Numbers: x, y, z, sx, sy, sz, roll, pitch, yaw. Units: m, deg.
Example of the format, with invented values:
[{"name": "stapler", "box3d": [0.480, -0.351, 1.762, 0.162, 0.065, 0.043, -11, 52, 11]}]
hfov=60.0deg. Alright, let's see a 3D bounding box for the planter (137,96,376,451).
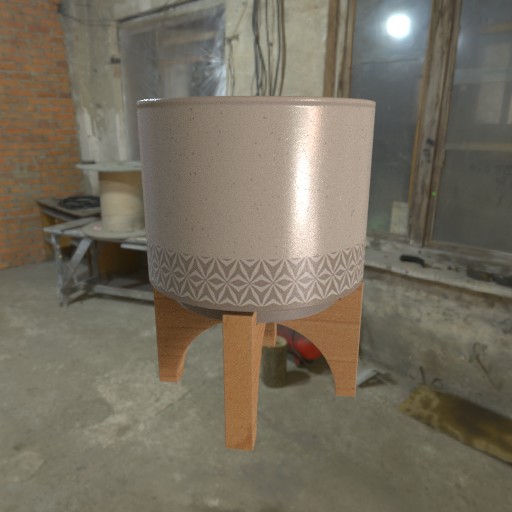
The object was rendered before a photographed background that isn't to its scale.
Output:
[{"name": "planter", "box3d": [0.000, 0.000, 0.273, 0.130, 0.178, 0.130, 0, 16, 0]}]
